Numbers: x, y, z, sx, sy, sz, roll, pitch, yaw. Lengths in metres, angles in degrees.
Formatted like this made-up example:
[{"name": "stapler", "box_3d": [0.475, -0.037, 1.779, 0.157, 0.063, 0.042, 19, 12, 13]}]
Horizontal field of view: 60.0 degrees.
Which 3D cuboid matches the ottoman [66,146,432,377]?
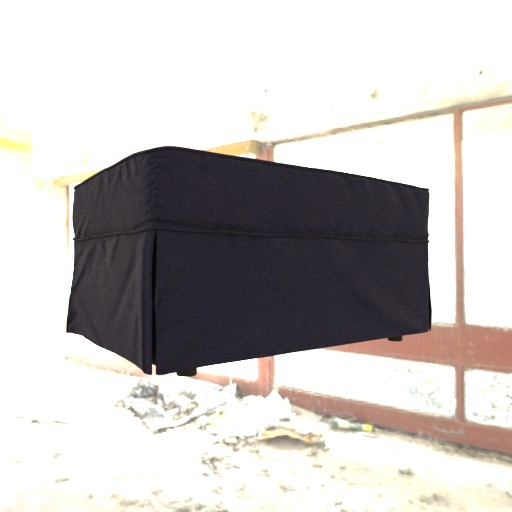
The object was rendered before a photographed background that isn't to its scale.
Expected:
[{"name": "ottoman", "box_3d": [0.000, 0.000, 1.332, 0.938, 0.503, 0.637, 0, -1, -36]}]
